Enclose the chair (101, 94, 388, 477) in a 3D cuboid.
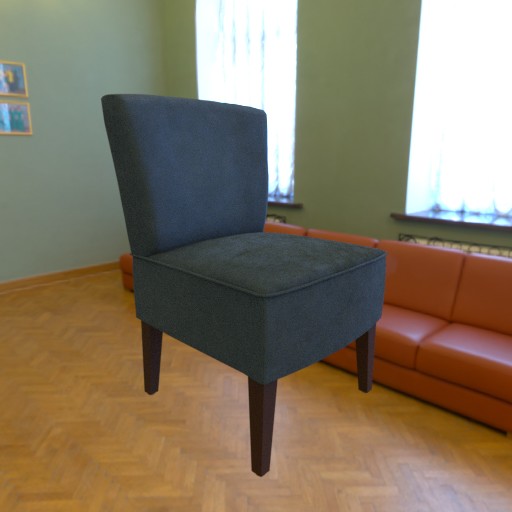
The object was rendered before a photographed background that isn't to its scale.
[{"bbox_3d":[0.000,0.000,1.150,0.551,0.806,0.521,12,18,41],"label":"chair"}]
